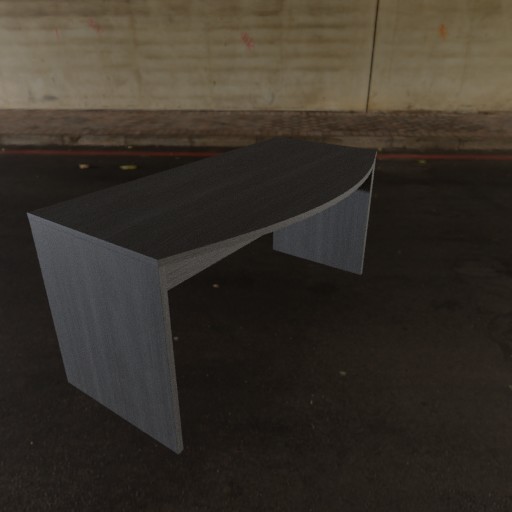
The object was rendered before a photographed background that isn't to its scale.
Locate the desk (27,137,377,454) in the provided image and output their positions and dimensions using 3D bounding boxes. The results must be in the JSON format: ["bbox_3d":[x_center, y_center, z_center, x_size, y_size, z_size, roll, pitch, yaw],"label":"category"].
[{"bbox_3d":[0.000,0.000,2.070,0.802,0.750,1.600,17,31,31],"label":"desk"}]
